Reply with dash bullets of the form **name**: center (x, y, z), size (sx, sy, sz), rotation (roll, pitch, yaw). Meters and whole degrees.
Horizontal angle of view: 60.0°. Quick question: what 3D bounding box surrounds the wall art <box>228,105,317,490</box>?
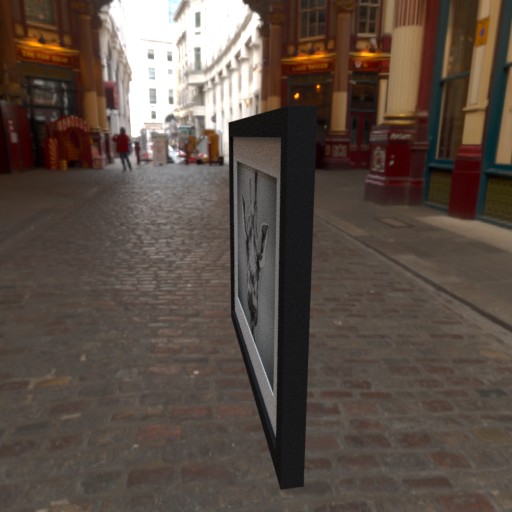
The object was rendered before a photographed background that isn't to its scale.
- **wall art**: center (0.000, 0.000, 0.764), size (0.031, 0.457, 0.558), rotation (-2, 15, -9)
